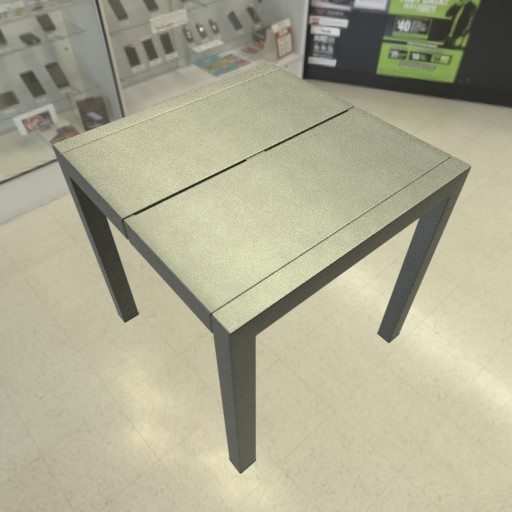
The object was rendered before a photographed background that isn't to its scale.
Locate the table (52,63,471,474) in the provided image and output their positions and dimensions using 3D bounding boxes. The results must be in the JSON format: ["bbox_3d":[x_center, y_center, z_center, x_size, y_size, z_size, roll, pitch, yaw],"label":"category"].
[{"bbox_3d":[0.000,0.000,0.938,0.508,0.508,0.508,-32,55,-26],"label":"table"}]
